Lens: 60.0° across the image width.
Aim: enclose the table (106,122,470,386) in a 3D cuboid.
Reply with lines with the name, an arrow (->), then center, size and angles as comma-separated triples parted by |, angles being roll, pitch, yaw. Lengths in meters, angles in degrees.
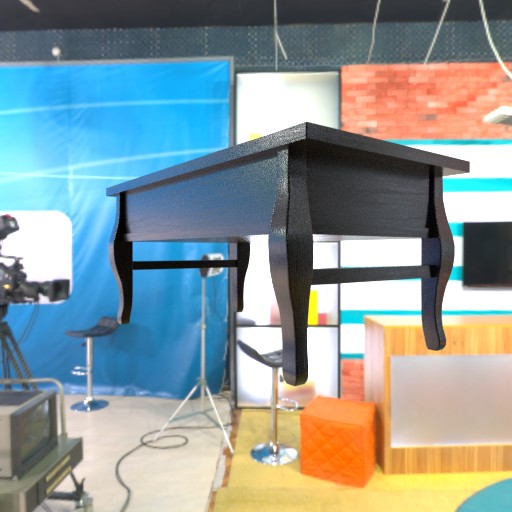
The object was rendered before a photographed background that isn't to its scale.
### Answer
table -> 0.000, 0.000, 1.394 | 0.600, 0.494, 1.062 | 0, 1, -37
